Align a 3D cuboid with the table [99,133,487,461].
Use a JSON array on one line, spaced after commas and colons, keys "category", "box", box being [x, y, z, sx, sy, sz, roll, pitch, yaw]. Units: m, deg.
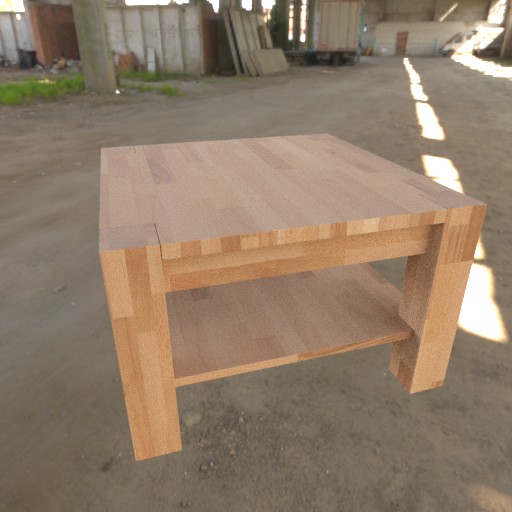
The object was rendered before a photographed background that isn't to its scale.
[{"category": "table", "box": [0.000, 0.000, 1.145, 0.700, 0.451, 0.700, -8, 28, -15]}]
